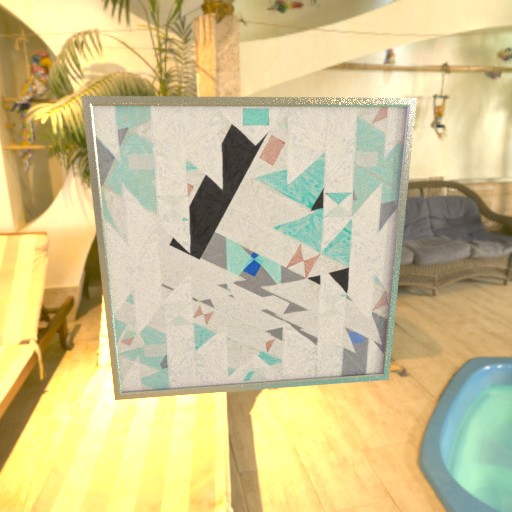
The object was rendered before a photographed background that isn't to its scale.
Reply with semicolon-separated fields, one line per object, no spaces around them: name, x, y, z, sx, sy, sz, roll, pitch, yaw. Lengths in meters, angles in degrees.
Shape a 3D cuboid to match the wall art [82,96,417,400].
wall art;0.000;0.000;1.196;0.806;0.806;0.038;-2;17;-7
